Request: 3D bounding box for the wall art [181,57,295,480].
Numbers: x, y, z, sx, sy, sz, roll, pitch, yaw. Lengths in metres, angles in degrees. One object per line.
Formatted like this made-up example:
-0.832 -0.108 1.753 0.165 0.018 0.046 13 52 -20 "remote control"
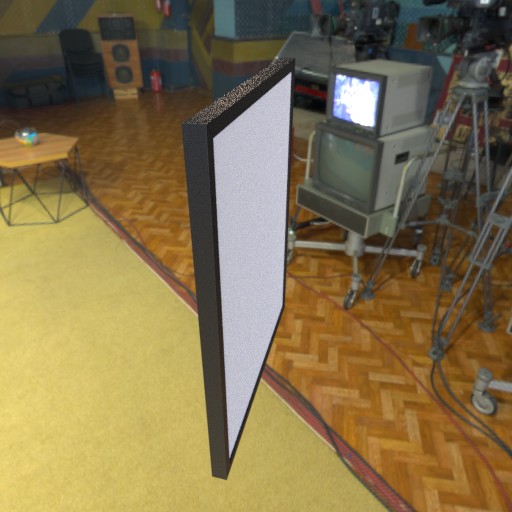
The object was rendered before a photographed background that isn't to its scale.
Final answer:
0.000 0.000 0.531 0.018 0.397 0.325 8 32 13 "wall art"
